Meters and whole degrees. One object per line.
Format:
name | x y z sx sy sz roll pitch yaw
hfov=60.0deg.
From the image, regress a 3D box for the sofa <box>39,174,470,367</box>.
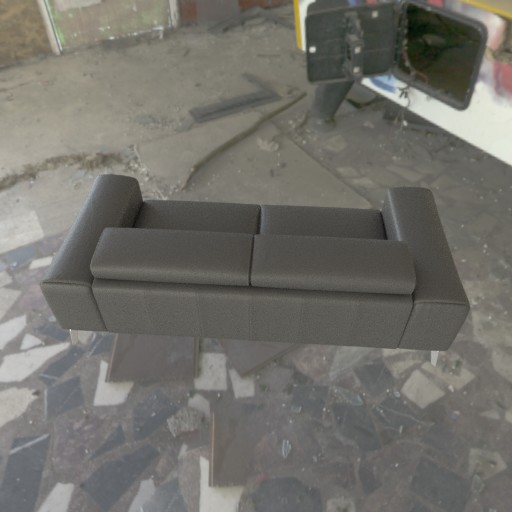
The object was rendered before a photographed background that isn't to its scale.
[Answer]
sofa | 0.000 0.000 2.829 2.321 0.759 1.023 3 46 3
